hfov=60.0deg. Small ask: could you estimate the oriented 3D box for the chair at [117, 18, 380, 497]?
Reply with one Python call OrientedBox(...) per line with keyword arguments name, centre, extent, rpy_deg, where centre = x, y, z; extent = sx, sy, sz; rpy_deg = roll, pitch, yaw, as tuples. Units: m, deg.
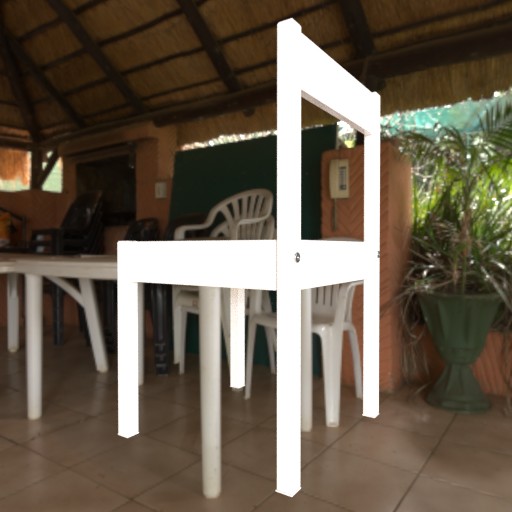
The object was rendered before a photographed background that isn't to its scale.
OrientedBox(name="chair", centre=(0.000, 0.000, 0.662), extent=(0.285, 0.505, 0.285), rpy_deg=(1, 1, 34))
